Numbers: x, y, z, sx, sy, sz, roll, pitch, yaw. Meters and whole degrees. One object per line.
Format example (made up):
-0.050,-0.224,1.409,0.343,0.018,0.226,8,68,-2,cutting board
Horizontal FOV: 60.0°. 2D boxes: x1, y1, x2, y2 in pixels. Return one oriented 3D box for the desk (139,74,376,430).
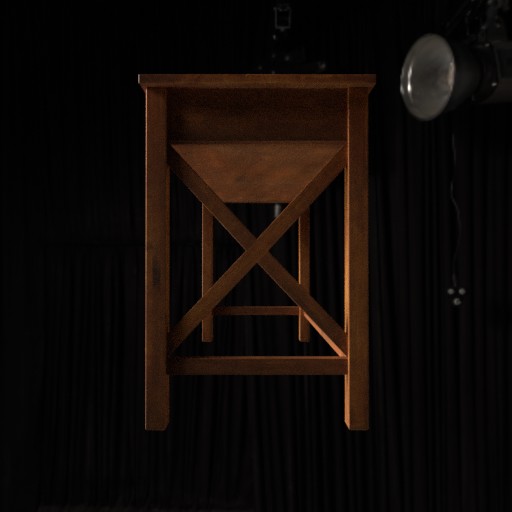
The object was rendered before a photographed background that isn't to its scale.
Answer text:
0.000,0.000,1.496,0.508,0.762,1.117,0,0,0,desk
